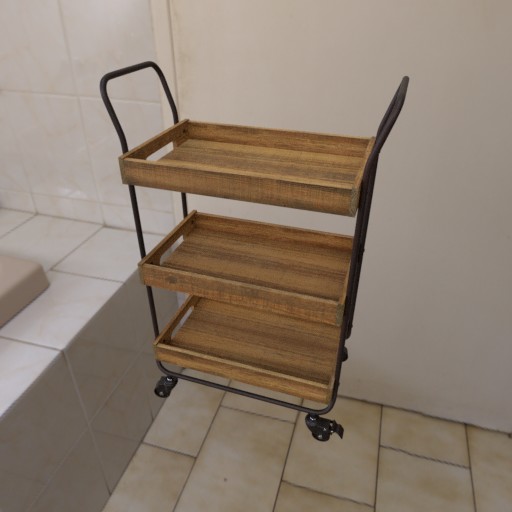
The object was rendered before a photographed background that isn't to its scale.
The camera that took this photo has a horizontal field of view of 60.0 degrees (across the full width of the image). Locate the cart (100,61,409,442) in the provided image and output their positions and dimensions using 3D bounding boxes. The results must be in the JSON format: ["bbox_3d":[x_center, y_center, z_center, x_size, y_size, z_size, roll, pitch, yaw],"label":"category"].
[{"bbox_3d":[0.000,0.000,1.111,0.583,0.857,0.339,10,34,16],"label":"cart"}]
